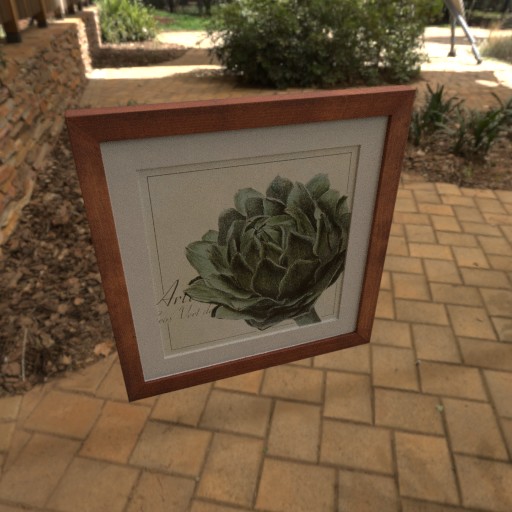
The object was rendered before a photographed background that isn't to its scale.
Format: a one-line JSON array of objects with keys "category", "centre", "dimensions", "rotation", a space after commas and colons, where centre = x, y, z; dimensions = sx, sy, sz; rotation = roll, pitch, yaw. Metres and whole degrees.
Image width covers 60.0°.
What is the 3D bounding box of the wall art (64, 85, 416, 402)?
[{"category": "wall art", "centre": [0.000, 0.000, 0.835], "dimensions": [0.554, 0.572, 0.037], "rotation": [-10, 33, -15]}]
